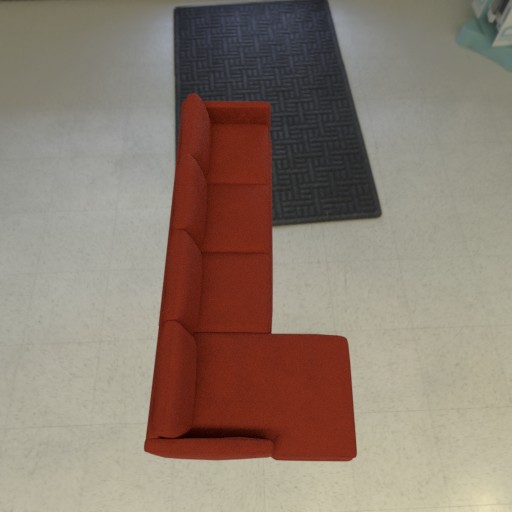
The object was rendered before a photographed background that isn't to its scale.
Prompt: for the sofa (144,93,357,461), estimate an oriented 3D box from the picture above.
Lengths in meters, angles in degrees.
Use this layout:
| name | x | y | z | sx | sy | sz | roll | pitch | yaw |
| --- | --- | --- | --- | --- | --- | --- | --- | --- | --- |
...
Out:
| name | x | y | z | sx | sy | sz | roll | pitch | yaw |
| --- | --- | --- | --- | --- | --- | --- | --- | --- | --- |
| sofa | 0.000 | 0.000 | 2.943 | 1.136 | 0.663 | 2.467 | 0 | 63 | 0 |
